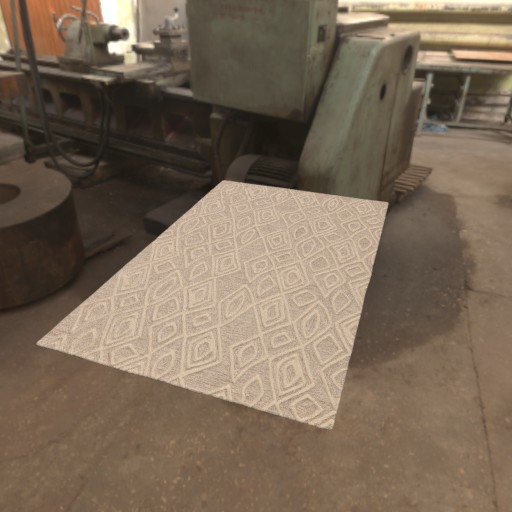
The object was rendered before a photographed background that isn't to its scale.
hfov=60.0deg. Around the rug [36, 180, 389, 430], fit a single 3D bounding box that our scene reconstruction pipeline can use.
[{"bbox_3d":[0.000,0.000,3.034,1.546,0.010,2.442,10,32,17],"label":"rug"}]
